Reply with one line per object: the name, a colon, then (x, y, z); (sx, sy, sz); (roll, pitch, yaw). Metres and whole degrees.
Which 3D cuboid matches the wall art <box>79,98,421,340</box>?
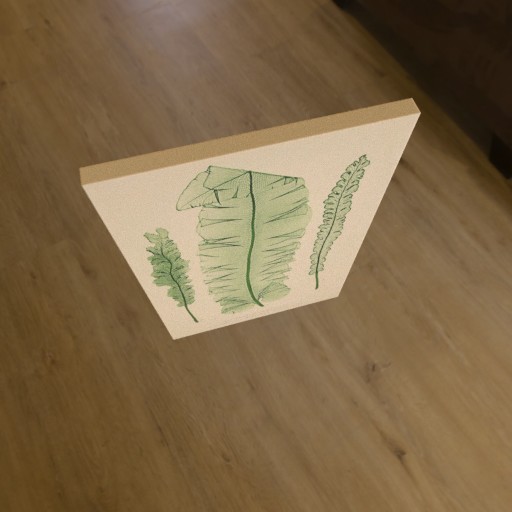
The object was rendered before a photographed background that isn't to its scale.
wall art: (0.000, 0.000, 1.187); (0.610, 0.914, 0.038); (-14, 64, -7)
